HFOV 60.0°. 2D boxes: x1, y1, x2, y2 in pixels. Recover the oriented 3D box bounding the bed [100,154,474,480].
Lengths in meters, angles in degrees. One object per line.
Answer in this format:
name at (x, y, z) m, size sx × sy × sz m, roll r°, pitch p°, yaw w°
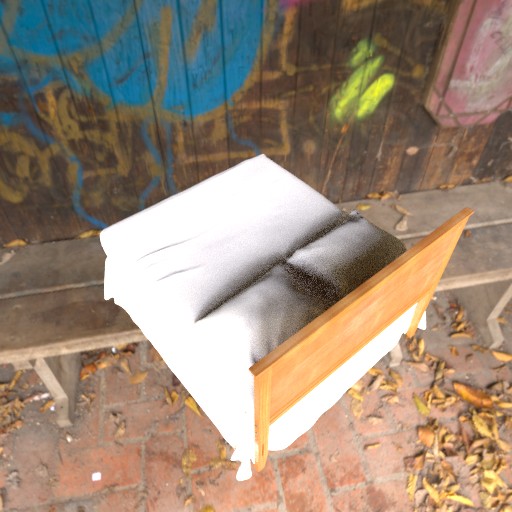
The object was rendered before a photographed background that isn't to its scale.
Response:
bed at (0.000, 0.000, 3.200) m, size 1.870 × 1.273 × 2.035 m, roll -31°, pitch 54°, yaw -26°
